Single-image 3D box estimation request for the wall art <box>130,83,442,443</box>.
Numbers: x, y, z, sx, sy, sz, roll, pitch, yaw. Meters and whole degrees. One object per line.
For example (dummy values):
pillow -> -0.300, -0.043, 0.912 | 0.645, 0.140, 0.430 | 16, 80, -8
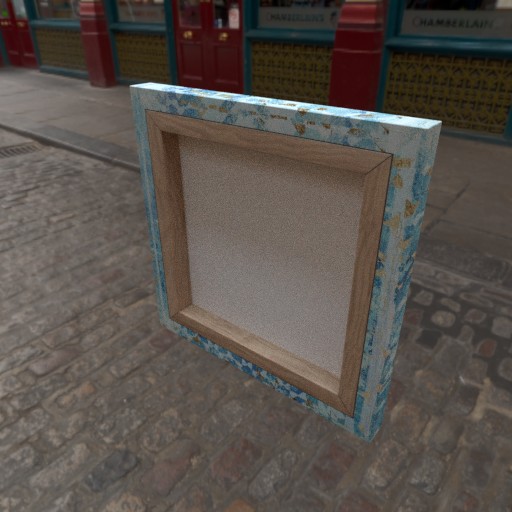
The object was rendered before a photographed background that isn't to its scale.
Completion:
wall art -> 0.000, 0.000, 0.601 | 0.405, 0.405, 0.037 | 21, 35, 33
